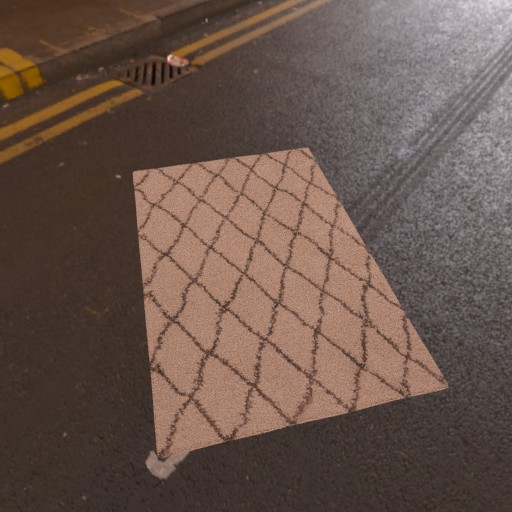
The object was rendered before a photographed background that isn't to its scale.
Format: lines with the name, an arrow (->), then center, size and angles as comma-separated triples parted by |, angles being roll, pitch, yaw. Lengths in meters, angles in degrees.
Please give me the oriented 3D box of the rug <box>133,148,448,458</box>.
rug -> 0.000, 0.000, 3.501 | 1.778, 0.030, 2.743 | -10, 47, -9
